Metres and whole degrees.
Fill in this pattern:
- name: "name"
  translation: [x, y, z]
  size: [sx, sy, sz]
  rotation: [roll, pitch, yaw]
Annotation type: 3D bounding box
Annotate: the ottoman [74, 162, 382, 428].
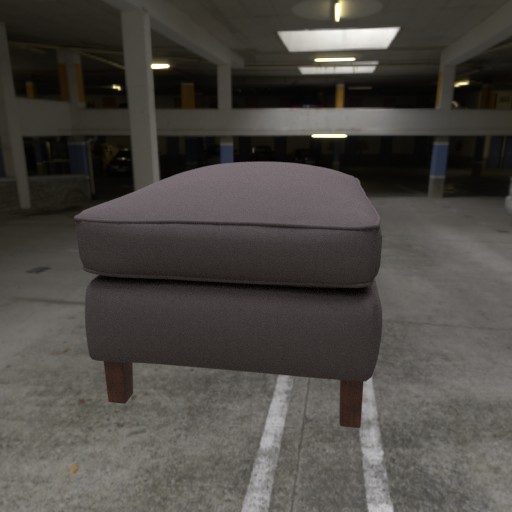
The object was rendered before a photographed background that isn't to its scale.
- name: "ottoman"
  translation: [0.000, 0.000, 0.993]
  size: [0.508, 0.406, 0.686]
  rotation: [3, 16, 9]
